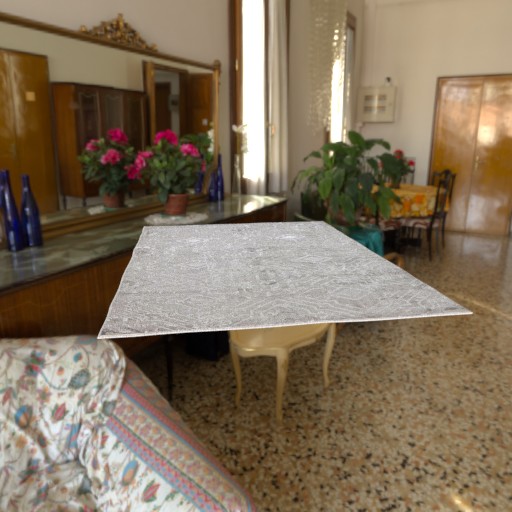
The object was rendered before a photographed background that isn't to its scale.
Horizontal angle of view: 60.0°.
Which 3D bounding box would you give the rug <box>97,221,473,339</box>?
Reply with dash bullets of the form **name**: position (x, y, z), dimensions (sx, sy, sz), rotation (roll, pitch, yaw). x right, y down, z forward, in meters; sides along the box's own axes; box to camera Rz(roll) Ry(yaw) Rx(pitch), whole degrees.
- **rug**: position (0.000, 0.000, 4.404), dimensions (2.448, 0.020, 3.359), rotation (-2, 15, -9)
